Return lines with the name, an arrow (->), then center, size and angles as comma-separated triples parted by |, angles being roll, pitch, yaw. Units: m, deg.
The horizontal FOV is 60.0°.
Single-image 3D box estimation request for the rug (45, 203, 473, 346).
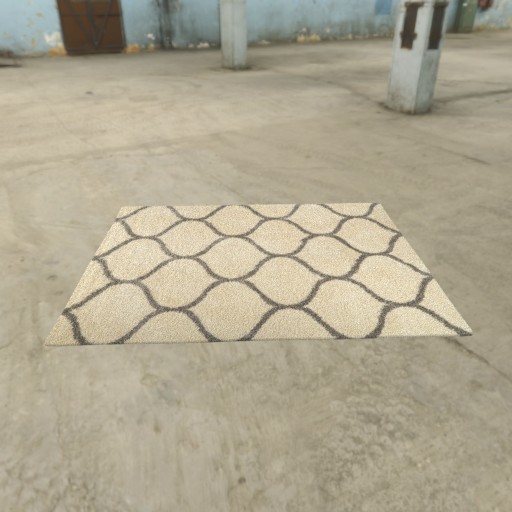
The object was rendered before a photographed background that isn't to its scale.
rug -> 0.000, 0.000, 4.112 | 3.000, 0.026, 2.399 | -1, 29, -2
